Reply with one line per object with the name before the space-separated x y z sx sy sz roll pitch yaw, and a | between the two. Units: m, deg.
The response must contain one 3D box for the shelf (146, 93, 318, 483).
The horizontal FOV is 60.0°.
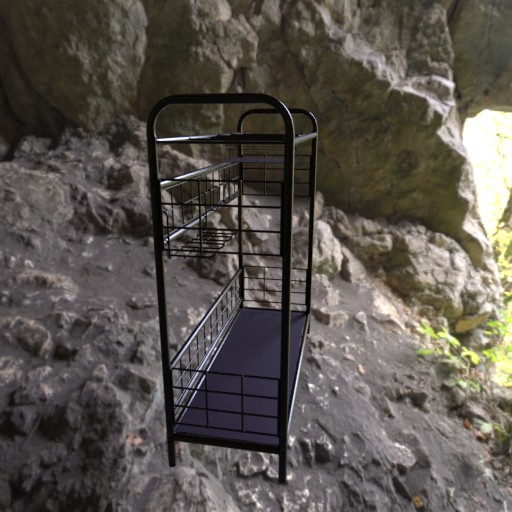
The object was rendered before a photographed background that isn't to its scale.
shelf | 0.000 0.000 1.571 0.350 1.026 0.961 3 17 10
